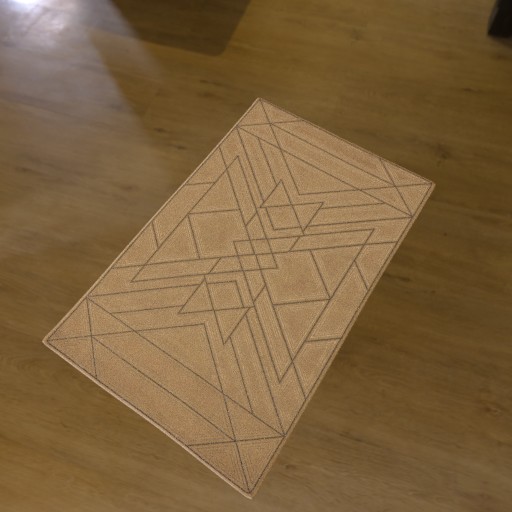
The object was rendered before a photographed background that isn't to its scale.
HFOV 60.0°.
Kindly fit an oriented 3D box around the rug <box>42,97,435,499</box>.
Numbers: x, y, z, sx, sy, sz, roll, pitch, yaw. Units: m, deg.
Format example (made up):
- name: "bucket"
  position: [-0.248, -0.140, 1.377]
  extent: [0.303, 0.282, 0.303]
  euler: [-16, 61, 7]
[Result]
- name: "rug"
  position: [0.000, 0.000, 3.011]
  extent: [1.575, 0.023, 2.459]
  euler: [31, 68, 14]
